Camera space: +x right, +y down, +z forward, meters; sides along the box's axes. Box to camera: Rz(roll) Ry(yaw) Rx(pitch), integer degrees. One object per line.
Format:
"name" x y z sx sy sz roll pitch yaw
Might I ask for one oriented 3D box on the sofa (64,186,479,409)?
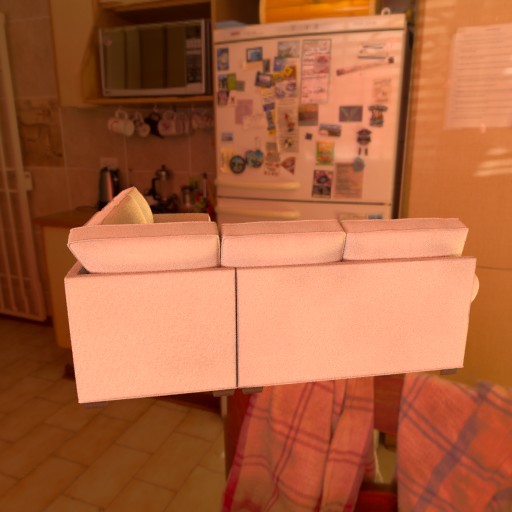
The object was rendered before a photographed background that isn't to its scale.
"sofa" 0.000 0.000 3.799 2.487 1.053 2.562 -3 15 -9
